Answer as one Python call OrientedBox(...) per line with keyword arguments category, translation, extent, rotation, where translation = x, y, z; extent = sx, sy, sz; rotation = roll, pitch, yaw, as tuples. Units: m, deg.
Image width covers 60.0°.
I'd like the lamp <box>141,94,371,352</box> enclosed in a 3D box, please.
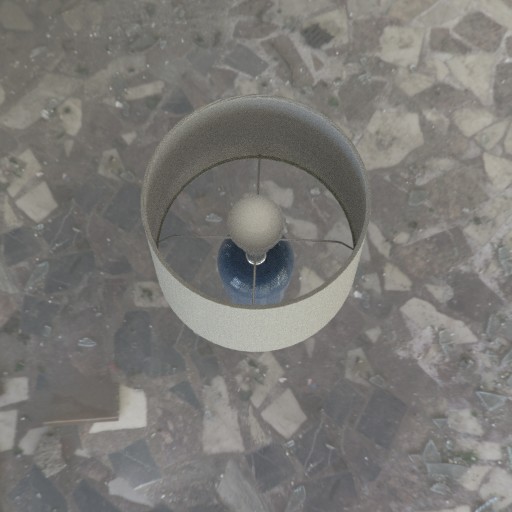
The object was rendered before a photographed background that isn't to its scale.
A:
OrientedBox(category="lamp", translation=(0.000, 0.000, 0.590), extent=(0.253, 0.428, 0.253), rotation=(0, 76, 0))
